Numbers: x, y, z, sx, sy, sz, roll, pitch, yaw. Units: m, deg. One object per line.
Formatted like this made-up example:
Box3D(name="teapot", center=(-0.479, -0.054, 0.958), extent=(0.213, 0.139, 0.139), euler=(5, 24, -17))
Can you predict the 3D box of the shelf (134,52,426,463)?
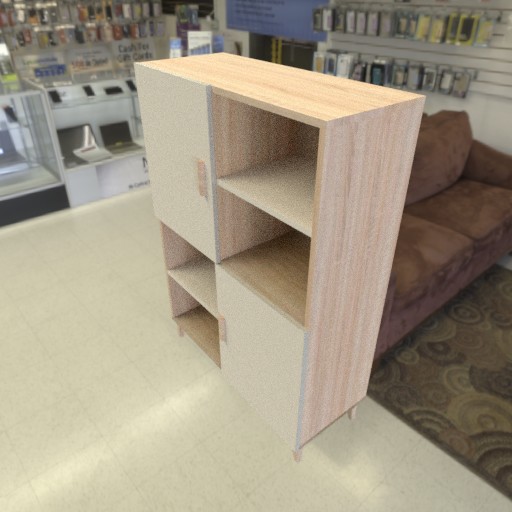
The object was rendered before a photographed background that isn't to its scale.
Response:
Box3D(name="shelf", center=(0.000, 0.000, 1.841), extent=(0.434, 1.405, 0.995), euler=(-23, 40, -32))
